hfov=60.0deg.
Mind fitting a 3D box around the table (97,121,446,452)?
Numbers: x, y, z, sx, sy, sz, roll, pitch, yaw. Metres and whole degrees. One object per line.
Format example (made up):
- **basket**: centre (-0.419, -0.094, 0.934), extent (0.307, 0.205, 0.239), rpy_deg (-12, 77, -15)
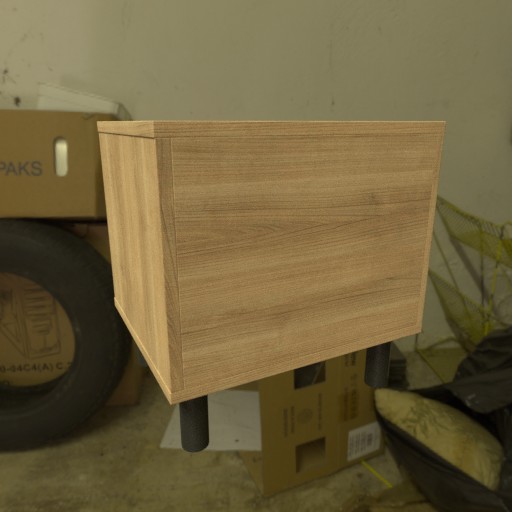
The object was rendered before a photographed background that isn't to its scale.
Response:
- **table**: centre (0.000, 0.000, 0.792), extent (0.445, 0.460, 0.380), rpy_deg (-9, 19, -26)
